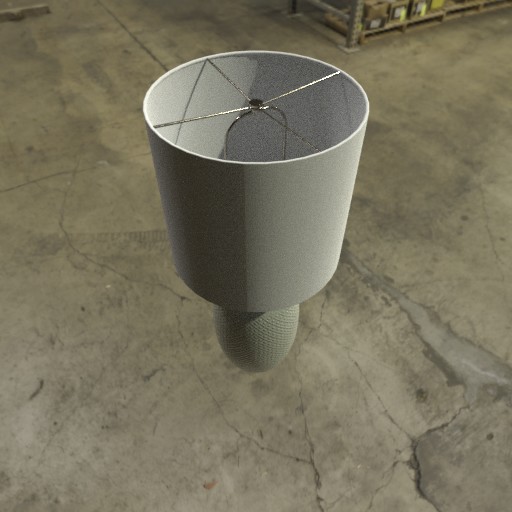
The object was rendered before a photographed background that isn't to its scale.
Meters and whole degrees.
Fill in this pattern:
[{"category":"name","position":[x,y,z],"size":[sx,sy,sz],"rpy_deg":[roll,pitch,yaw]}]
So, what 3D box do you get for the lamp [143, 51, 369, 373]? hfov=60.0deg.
[{"category":"lamp","position":[0.000,0.000,0.596],"size":[0.217,0.453,0.217],"rpy_deg":[-24,52,-20]}]
